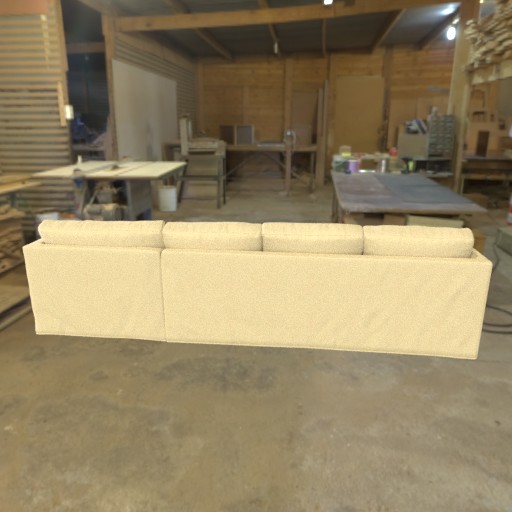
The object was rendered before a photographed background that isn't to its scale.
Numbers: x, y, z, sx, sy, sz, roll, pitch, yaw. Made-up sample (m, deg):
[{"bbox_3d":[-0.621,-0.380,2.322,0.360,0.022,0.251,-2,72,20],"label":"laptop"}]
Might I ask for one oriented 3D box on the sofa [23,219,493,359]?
[{"bbox_3d":[0.000,0.000,3.787,3.206,0.871,1.622,2,17,6],"label":"sofa"}]
